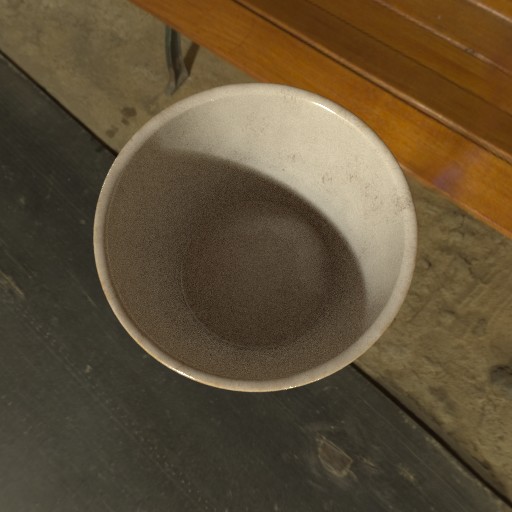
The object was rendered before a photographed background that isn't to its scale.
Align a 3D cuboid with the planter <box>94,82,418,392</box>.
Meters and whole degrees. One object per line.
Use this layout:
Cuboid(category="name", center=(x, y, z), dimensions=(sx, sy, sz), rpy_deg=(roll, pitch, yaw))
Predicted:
Cuboid(category="planter", center=(0.000, 0.000, 0.223), dimensions=(0.126, 0.104, 0.126), rpy_deg=(0, 75, 0))
